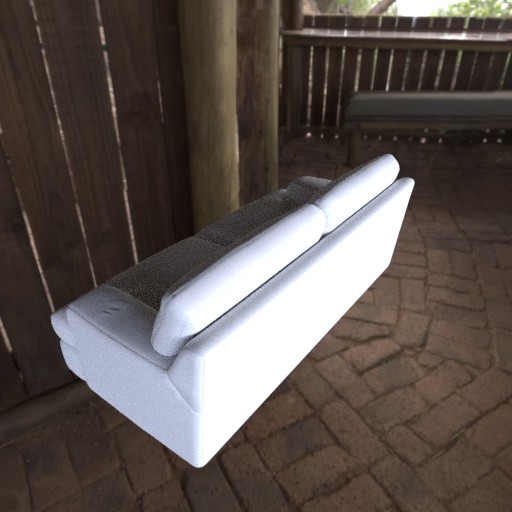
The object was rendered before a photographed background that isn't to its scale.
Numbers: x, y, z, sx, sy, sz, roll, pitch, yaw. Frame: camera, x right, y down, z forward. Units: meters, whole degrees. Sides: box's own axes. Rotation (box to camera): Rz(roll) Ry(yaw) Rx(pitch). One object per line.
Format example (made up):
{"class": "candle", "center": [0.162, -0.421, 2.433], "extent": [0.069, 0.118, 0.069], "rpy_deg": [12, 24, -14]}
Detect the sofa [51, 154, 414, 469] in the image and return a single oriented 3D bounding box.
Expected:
{"class": "sofa", "center": [0.000, 0.000, 2.752], "extent": [1.143, 0.940, 2.261], "rpy_deg": [21, 37, 31]}
